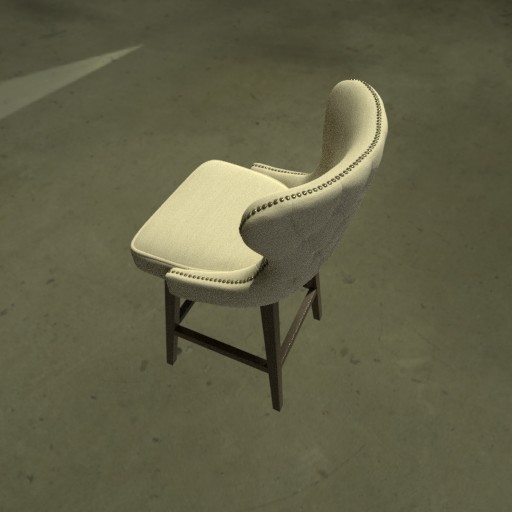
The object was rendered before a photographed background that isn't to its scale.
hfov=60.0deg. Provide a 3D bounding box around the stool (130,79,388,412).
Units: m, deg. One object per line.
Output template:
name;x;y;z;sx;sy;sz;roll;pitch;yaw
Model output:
stool;0.000;0.000;1.372;0.597;0.972;0.615;19;50;17
